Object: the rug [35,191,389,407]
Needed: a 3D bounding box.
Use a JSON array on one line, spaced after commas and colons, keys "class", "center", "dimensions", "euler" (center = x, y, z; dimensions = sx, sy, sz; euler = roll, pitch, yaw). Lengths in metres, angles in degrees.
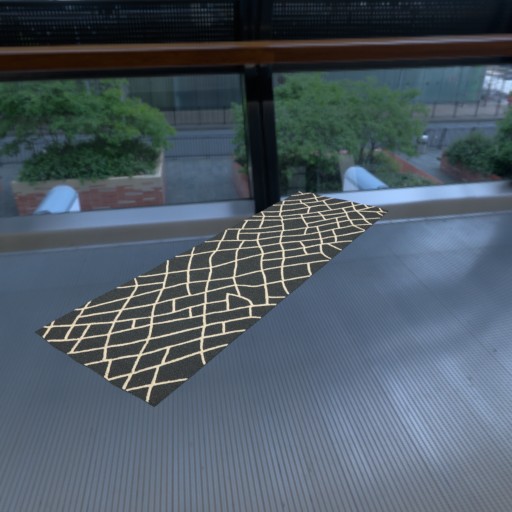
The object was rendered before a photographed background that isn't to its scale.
[{"class": "rug", "center": [0.000, 0.000, 2.743], "dimensions": [0.807, 0.010, 2.476], "euler": [18, 32, 31]}]
